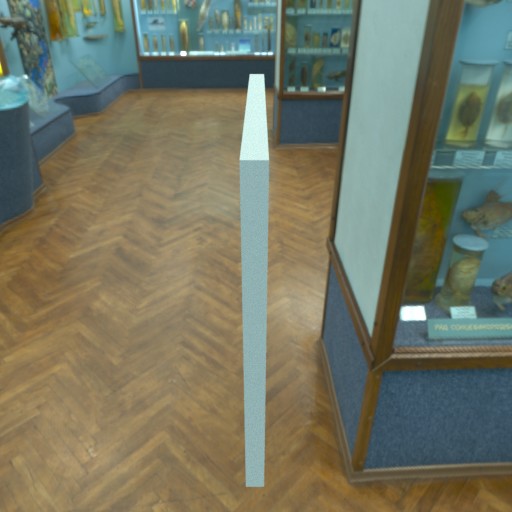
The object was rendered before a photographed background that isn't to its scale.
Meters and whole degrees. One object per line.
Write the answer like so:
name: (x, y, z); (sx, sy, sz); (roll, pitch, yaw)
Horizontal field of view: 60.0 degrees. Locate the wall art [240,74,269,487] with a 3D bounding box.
wall art: (0.000, 0.000, 1.143); (0.041, 0.765, 0.768); (0, 31, 0)
